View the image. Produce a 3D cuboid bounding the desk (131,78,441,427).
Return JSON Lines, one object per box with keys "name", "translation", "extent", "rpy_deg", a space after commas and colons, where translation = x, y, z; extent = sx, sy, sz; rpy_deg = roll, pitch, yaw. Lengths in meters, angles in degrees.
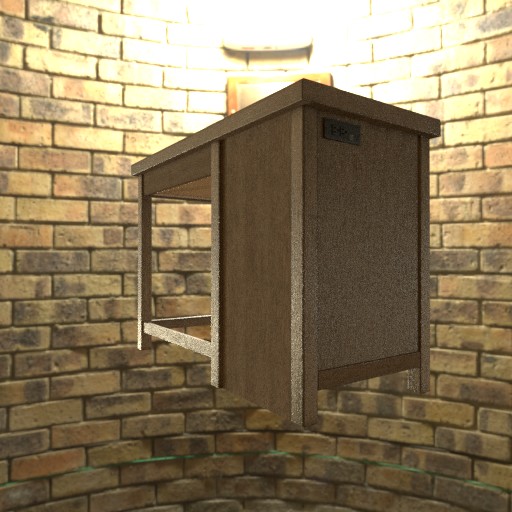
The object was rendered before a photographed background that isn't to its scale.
{"name": "desk", "translation": [0.000, 0.000, 1.833], "extent": [0.610, 0.912, 1.289], "rpy_deg": [0, 0, -35]}
